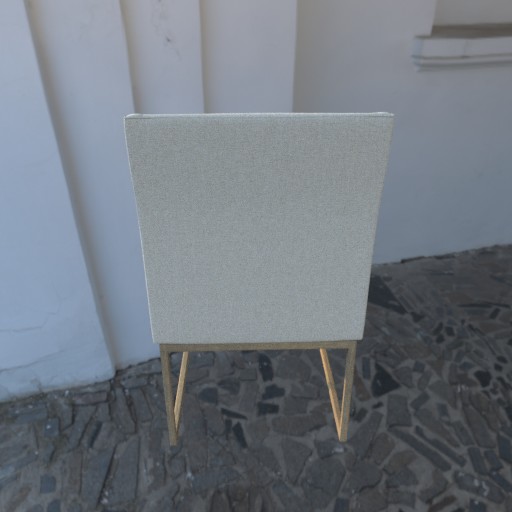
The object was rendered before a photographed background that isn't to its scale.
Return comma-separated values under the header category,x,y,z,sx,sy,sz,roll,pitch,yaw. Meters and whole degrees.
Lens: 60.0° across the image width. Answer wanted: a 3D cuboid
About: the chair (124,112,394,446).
category,x,y,z,sx,sy,sz,roll,pitch,yaw
chair,0.000,0.000,1.189,0.508,0.863,0.522,-1,31,-1
